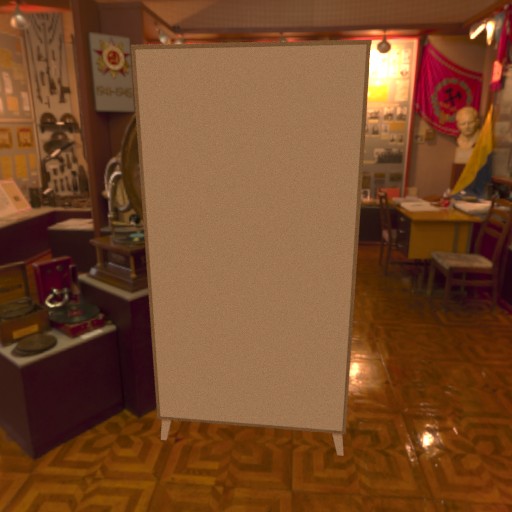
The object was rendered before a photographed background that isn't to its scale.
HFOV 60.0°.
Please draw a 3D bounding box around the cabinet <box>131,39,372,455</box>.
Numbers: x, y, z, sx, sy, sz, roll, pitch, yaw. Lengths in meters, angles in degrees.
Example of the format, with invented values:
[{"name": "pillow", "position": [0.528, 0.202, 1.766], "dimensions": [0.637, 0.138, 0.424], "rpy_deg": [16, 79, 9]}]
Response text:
[{"name": "cabinet", "position": [0.000, 0.000, 2.380], "dimensions": [1.006, 1.999, 0.571], "rpy_deg": [2, 16, 7]}]
